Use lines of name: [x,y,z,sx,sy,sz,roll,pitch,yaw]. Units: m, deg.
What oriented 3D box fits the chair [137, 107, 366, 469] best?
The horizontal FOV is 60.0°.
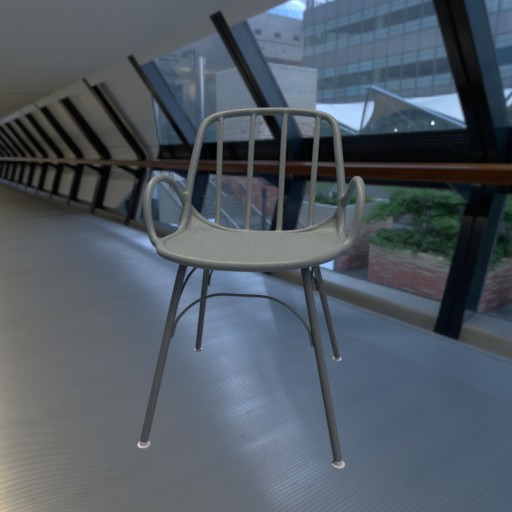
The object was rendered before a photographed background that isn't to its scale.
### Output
chair: [0.000,0.000,1.207,0.549,0.816,0.597,2,14,8]
